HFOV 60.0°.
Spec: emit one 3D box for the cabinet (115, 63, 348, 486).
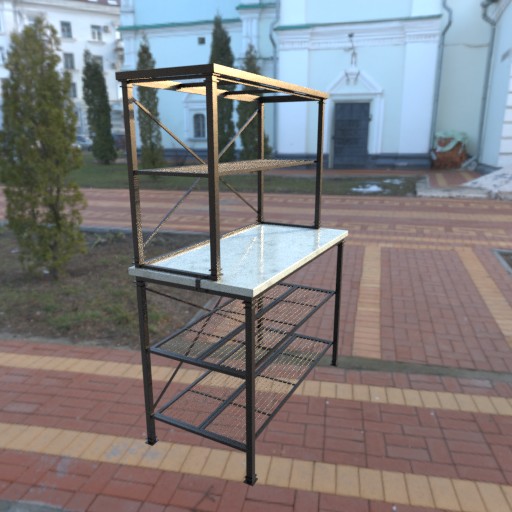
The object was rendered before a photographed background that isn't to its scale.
[{"bbox_3d":[0.000,0.000,2.280,0.610,1.659,1.210,8,17,27],"label":"cabinet"}]
